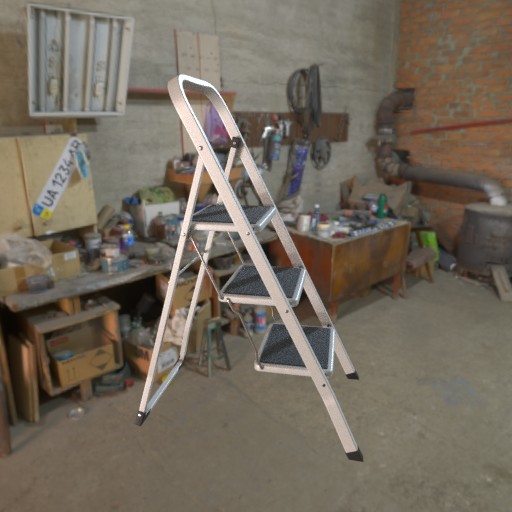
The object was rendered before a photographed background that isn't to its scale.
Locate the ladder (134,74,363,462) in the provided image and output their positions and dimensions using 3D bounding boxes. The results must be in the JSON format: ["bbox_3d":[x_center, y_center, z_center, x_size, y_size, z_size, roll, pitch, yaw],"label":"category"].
[{"bbox_3d":[0.000,0.000,1.394,0.711,1.050,0.460,3,16,11],"label":"ladder"}]
